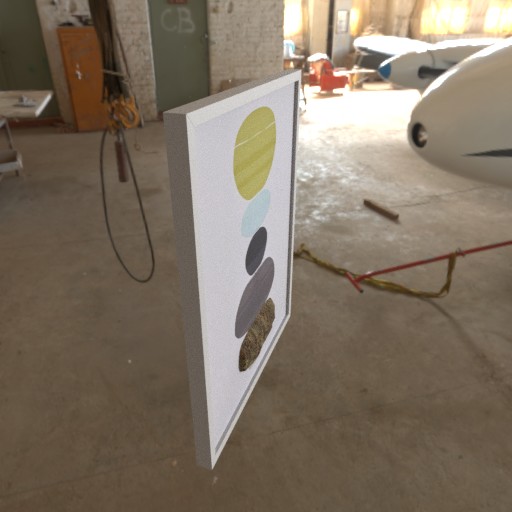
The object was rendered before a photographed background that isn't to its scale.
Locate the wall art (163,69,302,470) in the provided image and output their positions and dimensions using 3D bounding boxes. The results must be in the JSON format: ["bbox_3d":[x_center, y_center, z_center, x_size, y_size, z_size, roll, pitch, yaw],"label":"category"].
[{"bbox_3d":[0.000,0.000,1.052,0.055,0.763,0.611,10,30,18],"label":"wall art"}]
